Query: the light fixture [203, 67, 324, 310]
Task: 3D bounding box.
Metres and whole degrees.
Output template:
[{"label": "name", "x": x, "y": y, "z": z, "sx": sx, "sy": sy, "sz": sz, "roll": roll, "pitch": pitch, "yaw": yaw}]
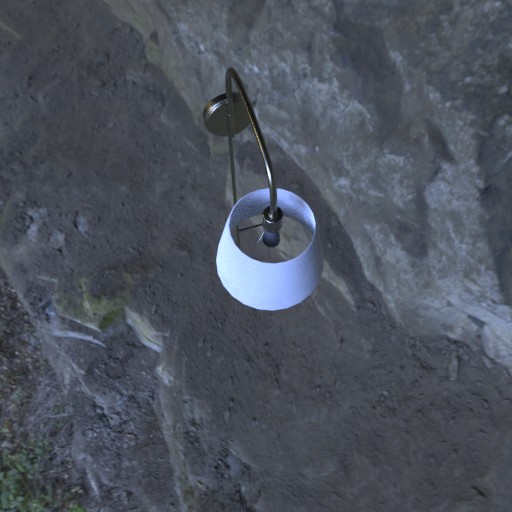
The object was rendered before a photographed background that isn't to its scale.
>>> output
[{"label": "light fixture", "x": 0.000, "y": 0.000, "z": 0.468, "sx": 0.092, "sy": 0.399, "sz": 0.176, "roll": -15, "pitch": 66, "yaw": -7}]
